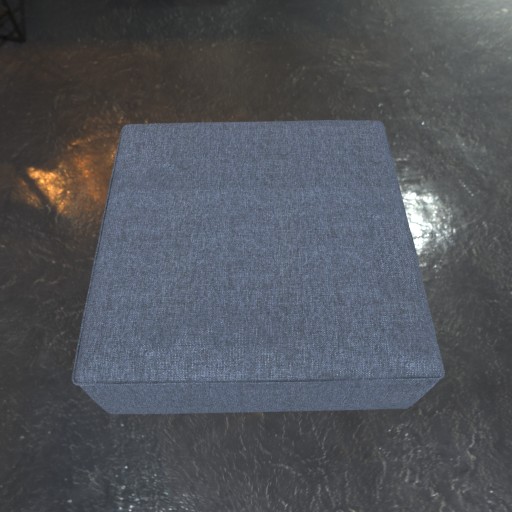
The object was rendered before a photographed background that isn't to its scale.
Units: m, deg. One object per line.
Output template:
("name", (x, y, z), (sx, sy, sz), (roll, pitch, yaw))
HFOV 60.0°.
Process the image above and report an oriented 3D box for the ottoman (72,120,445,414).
("ottoman", (0.000, 0.000, 1.578), (1.023, 0.423, 1.017), (0, 58, 0))
